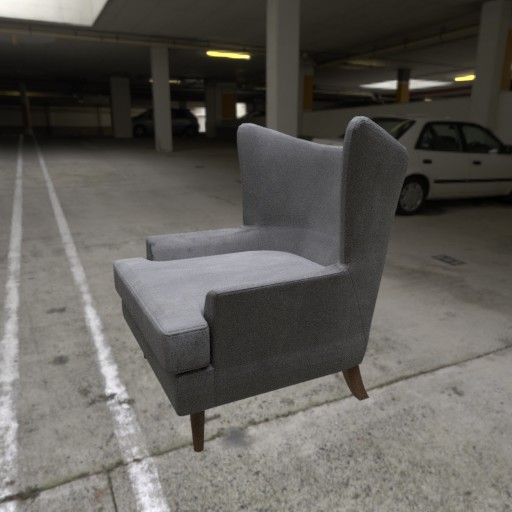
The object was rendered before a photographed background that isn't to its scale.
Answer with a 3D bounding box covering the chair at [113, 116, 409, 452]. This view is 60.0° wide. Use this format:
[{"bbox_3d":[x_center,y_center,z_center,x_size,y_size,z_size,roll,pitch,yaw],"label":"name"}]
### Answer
[{"bbox_3d":[0.000,0.000,1.616,0.906,0.950,0.784,-7,17,-26],"label":"chair"}]
